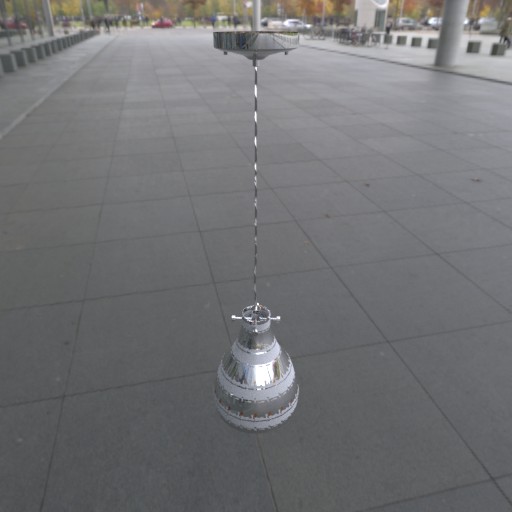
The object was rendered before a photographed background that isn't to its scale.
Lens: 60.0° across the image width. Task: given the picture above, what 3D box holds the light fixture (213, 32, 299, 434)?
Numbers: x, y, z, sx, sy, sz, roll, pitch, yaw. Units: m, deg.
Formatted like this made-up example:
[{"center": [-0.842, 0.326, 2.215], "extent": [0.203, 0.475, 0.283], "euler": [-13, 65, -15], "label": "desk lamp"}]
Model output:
[{"center": [0.000, 0.000, 1.617], "extent": [0.374, 1.457, 0.374], "euler": [1, 28, 2], "label": "light fixture"}]
